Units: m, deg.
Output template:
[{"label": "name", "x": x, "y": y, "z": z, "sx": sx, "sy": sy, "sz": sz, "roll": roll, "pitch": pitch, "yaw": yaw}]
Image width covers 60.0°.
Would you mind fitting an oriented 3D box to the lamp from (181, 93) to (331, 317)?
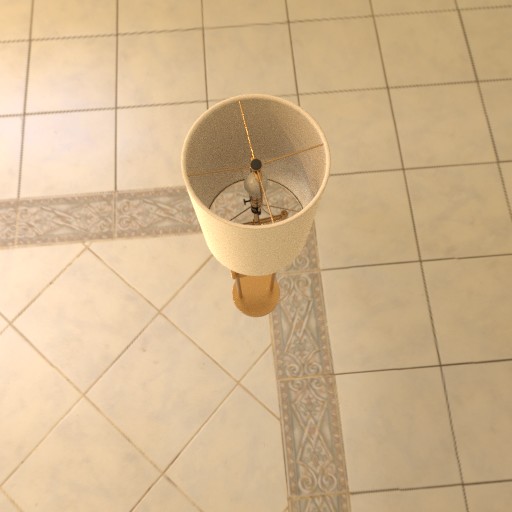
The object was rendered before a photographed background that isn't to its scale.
[{"label": "lamp", "x": 0.000, "y": 0.000, "z": 1.626, "sx": 0.306, "sy": 1.500, "sz": 0.305, "roll": -14, "pitch": 75, "yaw": -4}]
